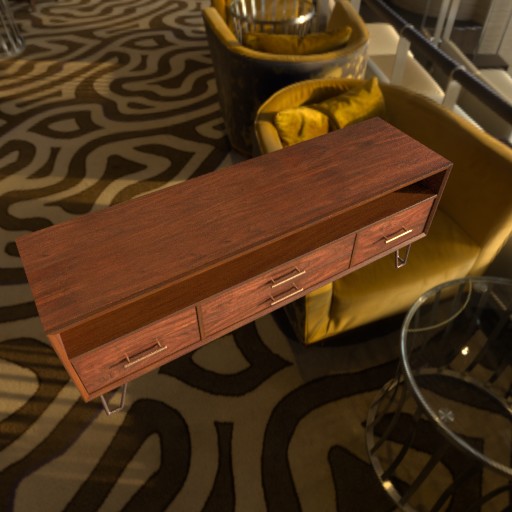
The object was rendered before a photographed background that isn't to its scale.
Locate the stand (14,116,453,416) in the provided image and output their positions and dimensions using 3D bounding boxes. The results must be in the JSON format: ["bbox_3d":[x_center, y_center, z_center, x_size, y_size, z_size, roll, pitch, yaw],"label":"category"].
[{"bbox_3d":[0.000,0.000,1.872,1.626,0.610,0.481,-23,50,-21],"label":"stand"}]
